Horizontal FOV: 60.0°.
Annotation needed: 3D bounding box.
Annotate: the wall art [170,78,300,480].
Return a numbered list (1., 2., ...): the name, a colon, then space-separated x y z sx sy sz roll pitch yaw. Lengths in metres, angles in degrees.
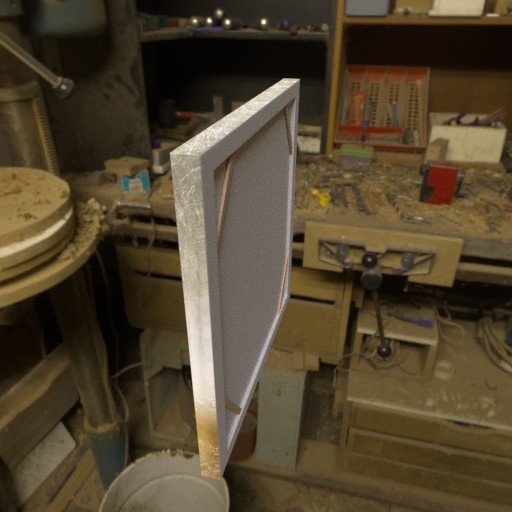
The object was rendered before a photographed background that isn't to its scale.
1. wall art: 0.000 0.000 0.923 0.038 0.610 0.610 8 31 14
